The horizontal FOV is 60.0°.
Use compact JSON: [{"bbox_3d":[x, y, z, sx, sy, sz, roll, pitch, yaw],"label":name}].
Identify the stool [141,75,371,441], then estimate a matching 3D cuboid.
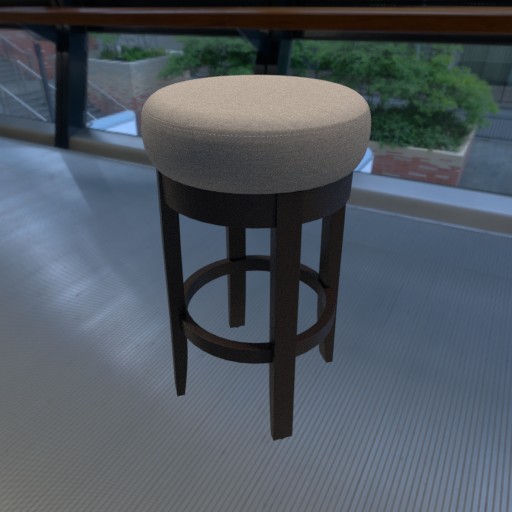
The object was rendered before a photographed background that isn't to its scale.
[{"bbox_3d":[0.000,0.000,1.033,0.443,0.757,0.443,0,31,0],"label":"stool"}]
